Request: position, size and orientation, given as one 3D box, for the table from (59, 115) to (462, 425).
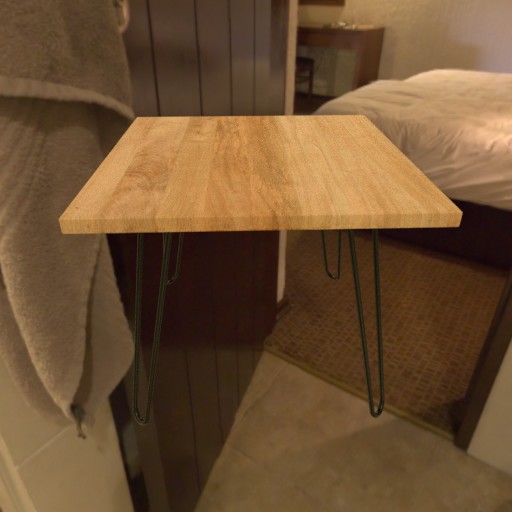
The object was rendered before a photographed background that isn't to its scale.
[{"bbox_3d":[0.000,0.000,1.038,0.599,0.500,0.599,-1,31,-2],"label":"table"}]
